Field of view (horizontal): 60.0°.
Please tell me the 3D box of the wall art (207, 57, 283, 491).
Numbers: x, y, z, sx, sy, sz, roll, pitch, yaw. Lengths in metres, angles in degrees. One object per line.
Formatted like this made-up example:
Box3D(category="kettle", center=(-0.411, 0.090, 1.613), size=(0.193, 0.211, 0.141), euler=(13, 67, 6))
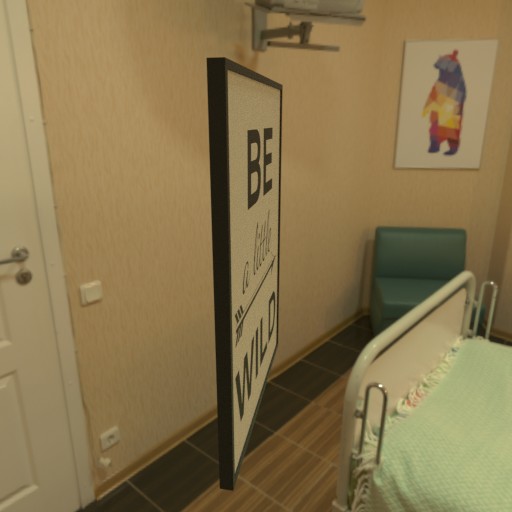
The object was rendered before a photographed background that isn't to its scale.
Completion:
Box3D(category="wall art", center=(0.000, 0.000, 1.403), size=(0.038, 1.062, 0.806), euler=(3, 18, 11))
